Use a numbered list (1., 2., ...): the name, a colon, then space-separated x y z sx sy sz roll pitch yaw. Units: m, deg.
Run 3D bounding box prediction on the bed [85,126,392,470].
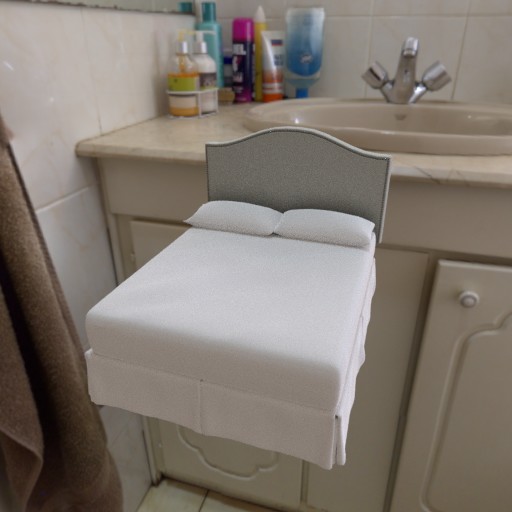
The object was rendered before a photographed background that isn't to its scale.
1. bed: 0.000 0.000 3.418 1.813 1.607 2.180 9 27 17
